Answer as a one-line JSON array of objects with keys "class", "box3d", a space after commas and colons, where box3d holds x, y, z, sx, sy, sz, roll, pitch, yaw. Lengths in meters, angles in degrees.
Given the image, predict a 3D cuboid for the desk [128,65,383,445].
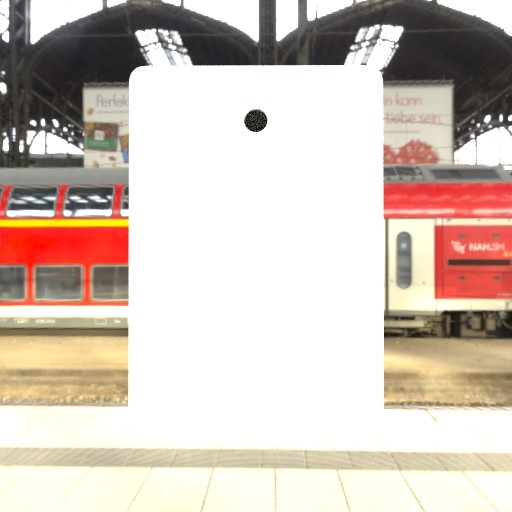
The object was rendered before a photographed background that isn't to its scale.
[{"class": "desk", "box3d": [0.000, 0.000, 1.521, 0.795, 1.190, 0.278, 0, 0, 0]}]
